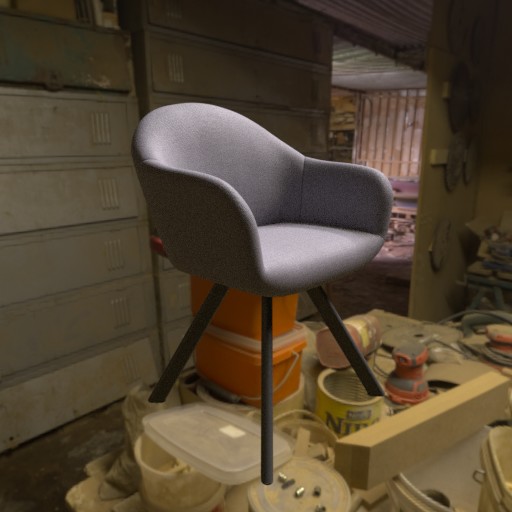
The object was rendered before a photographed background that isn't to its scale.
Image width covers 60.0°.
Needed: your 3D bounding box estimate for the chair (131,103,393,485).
[{"bbox_3d":[0.000,0.000,1.172,0.550,0.795,0.590,13,19,43],"label":"chair"}]
